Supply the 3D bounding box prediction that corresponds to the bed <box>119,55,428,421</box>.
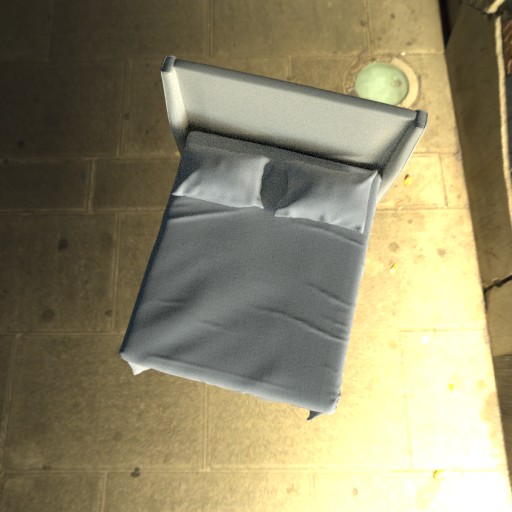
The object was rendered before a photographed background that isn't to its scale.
[{"bbox_3d":[0.000,0.000,3.466,1.925,1.332,2.276,14,76,3],"label":"bed"}]
